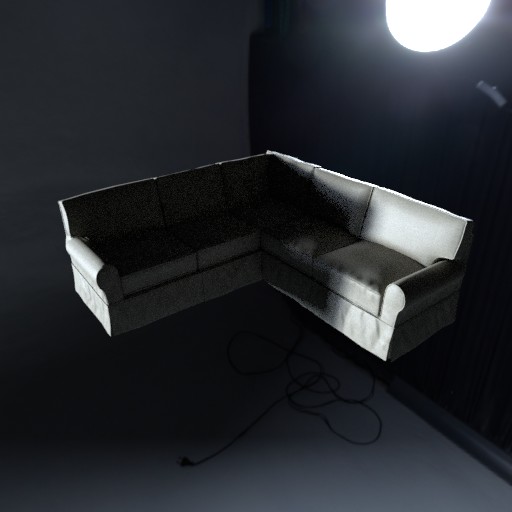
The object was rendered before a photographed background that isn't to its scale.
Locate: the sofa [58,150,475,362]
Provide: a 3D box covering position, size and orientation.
[{"bbox_3d":[0.000,0.000,3.976,2.618,1.081,2.623,-20,34,-32],"label":"sofa"}]
